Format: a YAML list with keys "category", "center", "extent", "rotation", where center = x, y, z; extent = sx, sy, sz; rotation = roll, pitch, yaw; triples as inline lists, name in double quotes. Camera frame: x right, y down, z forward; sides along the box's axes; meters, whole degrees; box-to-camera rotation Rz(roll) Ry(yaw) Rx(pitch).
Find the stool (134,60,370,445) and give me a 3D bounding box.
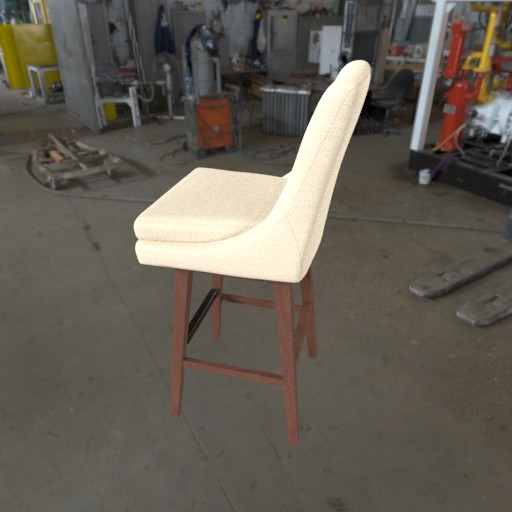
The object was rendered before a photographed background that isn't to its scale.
- category: "stool"
  center: [0.000, 0.000, 1.368]
  extent: [0.559, 1.093, 0.483]
  rotation: [7, 30, 13]
